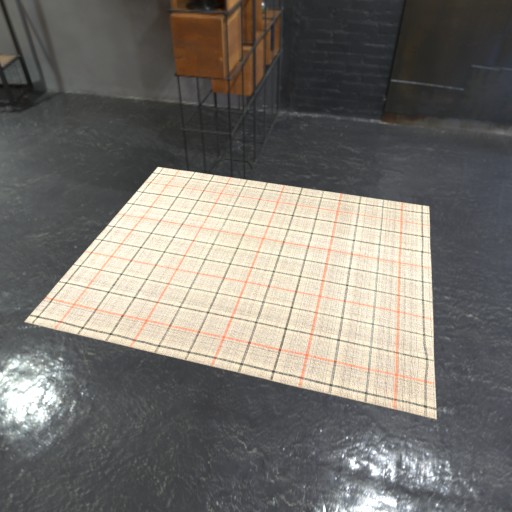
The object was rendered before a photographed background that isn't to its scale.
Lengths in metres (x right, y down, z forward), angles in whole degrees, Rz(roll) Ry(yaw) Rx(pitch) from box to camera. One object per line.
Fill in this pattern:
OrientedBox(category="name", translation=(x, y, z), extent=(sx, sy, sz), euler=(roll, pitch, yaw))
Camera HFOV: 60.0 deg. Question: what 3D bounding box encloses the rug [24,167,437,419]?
OrientedBox(category="rug", translation=(0.000, 0.000, 4.005), extent=(3.048, 0.012, 2.444), euler=(10, 42, 11))
